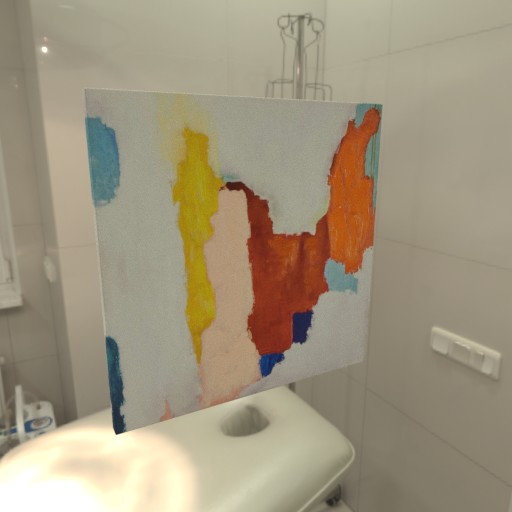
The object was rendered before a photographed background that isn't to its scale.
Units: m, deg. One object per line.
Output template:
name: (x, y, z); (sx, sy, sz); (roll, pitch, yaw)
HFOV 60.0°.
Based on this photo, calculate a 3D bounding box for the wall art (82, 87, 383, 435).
wall art: (0.000, 0.000, 1.206); (0.814, 0.814, 0.037); (-8, 16, -28)
